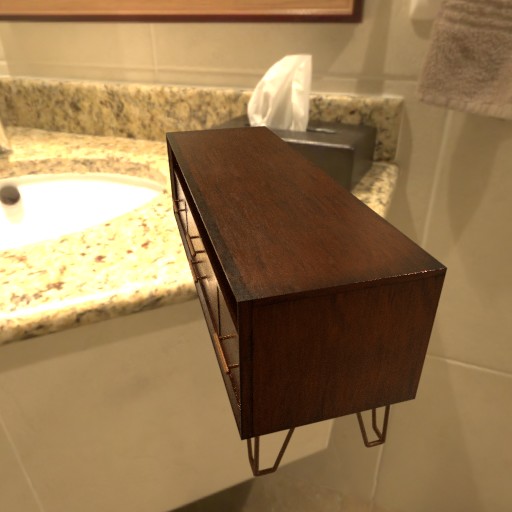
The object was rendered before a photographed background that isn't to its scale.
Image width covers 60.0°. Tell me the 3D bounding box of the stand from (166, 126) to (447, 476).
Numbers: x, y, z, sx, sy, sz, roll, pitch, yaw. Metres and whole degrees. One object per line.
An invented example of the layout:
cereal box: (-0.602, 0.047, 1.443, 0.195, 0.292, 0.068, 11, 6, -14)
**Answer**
stand: (0.000, 0.000, 1.631, 0.481, 0.610, 1.372, -8, 30, -14)
